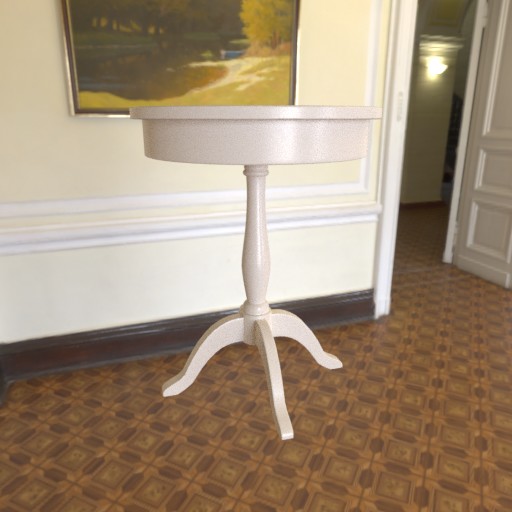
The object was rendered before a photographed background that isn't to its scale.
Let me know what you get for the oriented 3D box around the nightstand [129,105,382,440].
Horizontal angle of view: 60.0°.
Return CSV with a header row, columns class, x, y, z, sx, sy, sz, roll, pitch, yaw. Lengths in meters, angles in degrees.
class,x,y,z,sx,sy,sz,roll,pitch,yaw
nightstand,0.000,0.000,1.028,0.513,0.653,0.513,-2,18,-7
